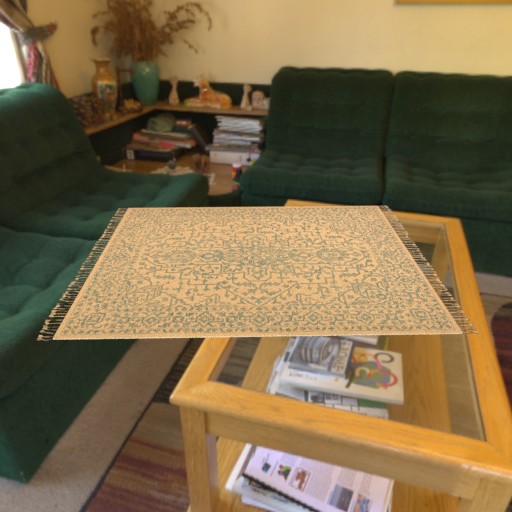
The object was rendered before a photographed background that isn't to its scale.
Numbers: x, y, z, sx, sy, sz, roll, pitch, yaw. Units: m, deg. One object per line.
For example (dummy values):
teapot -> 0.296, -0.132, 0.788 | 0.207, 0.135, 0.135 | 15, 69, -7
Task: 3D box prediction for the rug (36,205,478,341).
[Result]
rug -> 0.000, 0.000, 4.349 | 3.327, 0.010, 2.464 | -1, 29, -1
